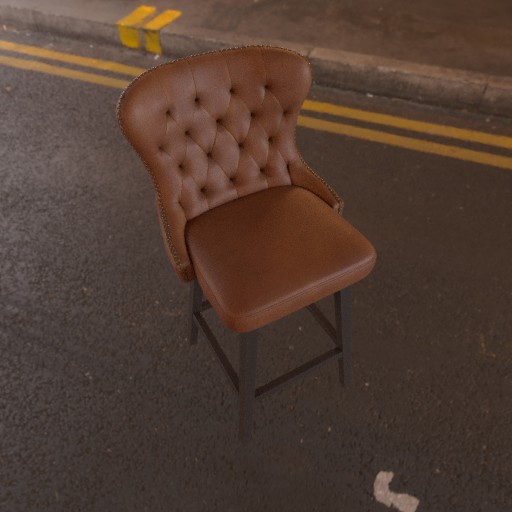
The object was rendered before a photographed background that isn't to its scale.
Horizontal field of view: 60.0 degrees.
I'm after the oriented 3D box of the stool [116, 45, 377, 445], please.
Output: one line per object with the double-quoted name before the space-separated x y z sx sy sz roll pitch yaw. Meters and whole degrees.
"stool" 0.000 0.000 1.296 0.528 0.971 0.593 -22 50 -20
